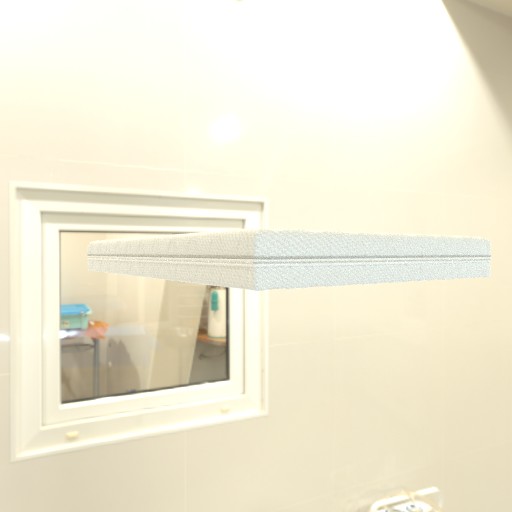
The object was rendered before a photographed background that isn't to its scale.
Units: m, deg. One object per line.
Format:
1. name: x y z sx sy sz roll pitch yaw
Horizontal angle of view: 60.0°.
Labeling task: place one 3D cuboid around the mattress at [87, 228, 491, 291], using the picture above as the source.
1. mattress: 0.000 0.000 2.567 1.400 0.200 2.000 0 1 -35
